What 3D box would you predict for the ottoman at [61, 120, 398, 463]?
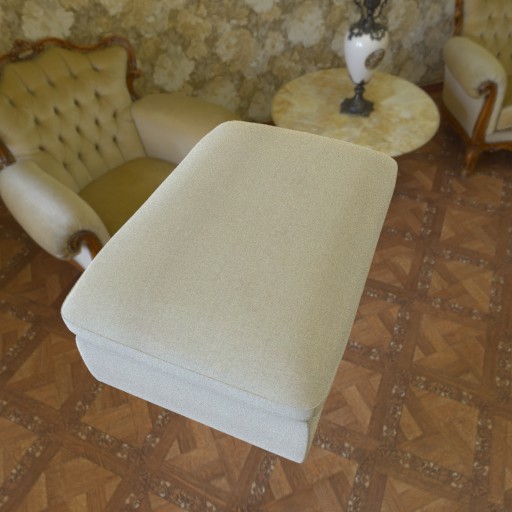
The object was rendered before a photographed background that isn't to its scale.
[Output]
[{"bbox_3d":[0.000,0.000,1.385,0.686,0.453,0.984,16,49,15],"label":"ottoman"}]
